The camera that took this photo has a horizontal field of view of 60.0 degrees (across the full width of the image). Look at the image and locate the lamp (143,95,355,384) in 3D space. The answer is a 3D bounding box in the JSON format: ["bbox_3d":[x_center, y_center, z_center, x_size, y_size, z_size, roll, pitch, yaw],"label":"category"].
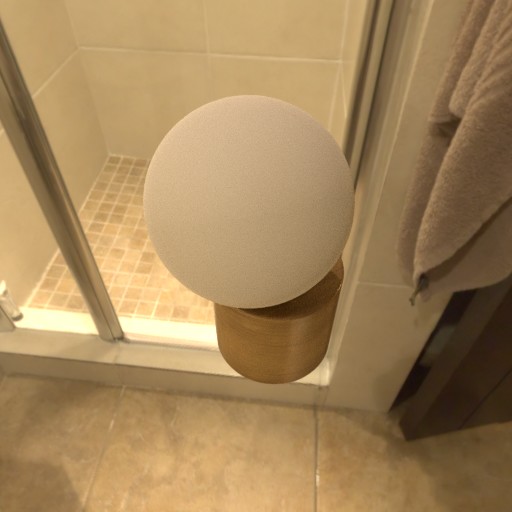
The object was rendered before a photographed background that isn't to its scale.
[{"bbox_3d":[0.000,0.000,0.346,0.152,0.250,0.141,-24,51,-20],"label":"lamp"}]
